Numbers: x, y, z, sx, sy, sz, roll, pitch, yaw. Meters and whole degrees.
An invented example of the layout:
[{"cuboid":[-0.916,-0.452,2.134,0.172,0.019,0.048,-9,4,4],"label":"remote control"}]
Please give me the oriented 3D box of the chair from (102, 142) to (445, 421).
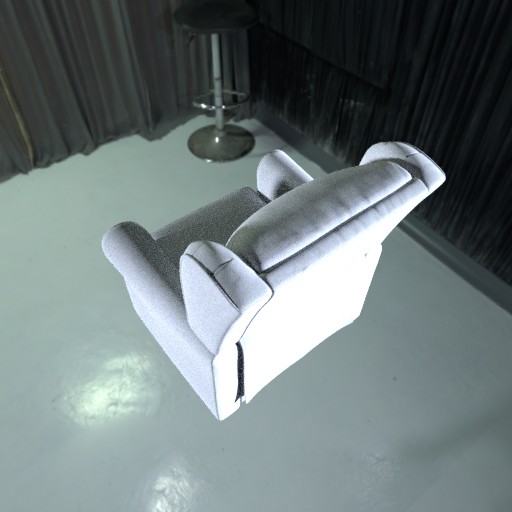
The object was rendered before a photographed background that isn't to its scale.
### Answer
[{"cuboid":[0.000,0.000,1.695,0.906,0.967,0.854,-31,55,-25],"label":"chair"}]
